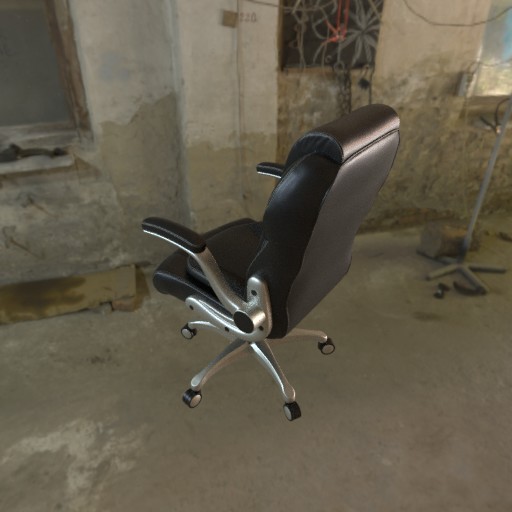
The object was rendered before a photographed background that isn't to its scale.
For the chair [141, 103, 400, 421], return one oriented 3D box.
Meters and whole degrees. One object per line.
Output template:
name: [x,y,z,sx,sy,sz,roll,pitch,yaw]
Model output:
chair: [0.000,0.000,1.675,0.801,1.141,0.724,21,38,30]
